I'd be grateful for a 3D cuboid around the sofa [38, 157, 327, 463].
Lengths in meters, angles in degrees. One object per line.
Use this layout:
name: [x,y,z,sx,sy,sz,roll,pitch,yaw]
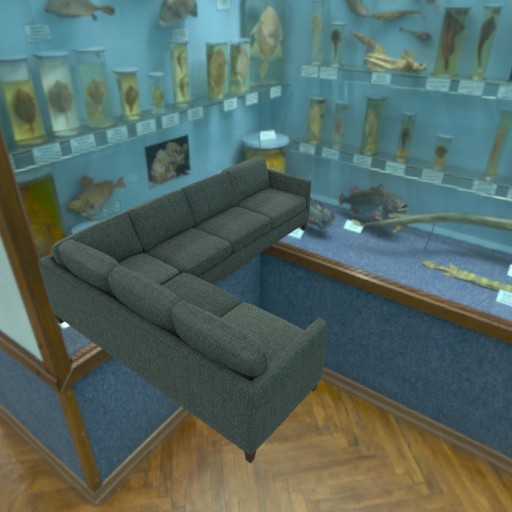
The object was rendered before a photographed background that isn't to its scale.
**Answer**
sofa: [0.000,0.000,4.603,2.593,0.947,3.302,22,38,32]
